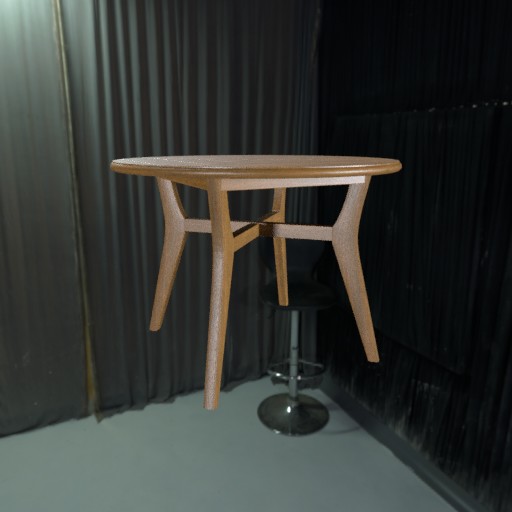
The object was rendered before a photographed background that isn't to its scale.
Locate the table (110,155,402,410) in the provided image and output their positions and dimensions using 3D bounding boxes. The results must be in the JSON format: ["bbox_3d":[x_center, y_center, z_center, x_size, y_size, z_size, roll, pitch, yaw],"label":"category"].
[{"bbox_3d":[0.000,0.000,1.773,1.055,0.757,1.055,0,14,0],"label":"table"}]
